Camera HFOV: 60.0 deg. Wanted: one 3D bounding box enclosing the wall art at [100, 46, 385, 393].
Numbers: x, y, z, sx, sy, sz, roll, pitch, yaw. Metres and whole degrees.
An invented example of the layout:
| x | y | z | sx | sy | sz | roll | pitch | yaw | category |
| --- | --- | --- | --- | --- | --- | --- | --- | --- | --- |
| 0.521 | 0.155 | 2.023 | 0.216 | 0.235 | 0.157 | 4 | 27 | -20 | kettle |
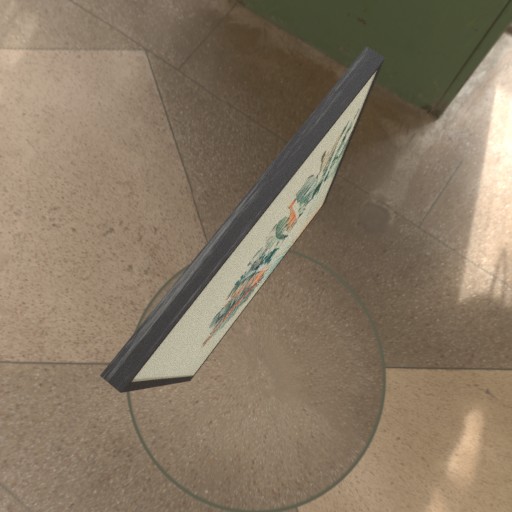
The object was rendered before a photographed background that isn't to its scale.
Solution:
| x | y | z | sx | sy | sz | roll | pitch | yaw | category |
| --- | --- | --- | --- | --- | --- | --- | --- | --- | --- |
| 0.000 | 0.000 | 1.138 | 0.043 | 0.758 | 0.762 | 36 | 78 | 9 | wall art |
